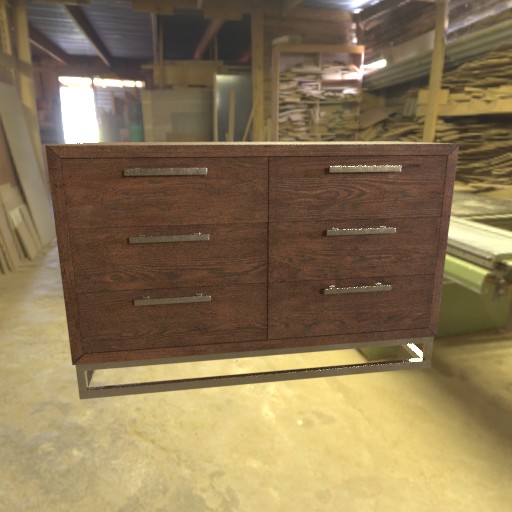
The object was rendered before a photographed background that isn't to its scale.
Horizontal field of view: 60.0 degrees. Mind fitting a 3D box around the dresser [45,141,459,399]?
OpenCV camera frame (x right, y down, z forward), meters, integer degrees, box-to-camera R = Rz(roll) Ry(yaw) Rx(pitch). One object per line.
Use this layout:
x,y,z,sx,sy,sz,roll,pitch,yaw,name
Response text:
0.000,0.000,2.148,1.646,1.061,0.623,-3,16,-9,dresser
